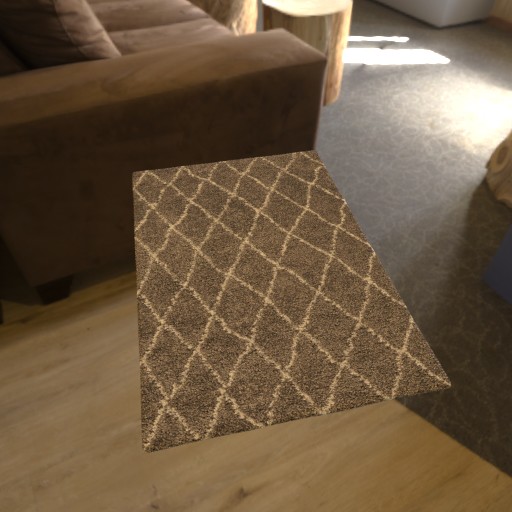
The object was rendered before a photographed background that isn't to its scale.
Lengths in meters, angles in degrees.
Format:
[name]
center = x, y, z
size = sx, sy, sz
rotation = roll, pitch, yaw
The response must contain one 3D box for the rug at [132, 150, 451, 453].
[rug]
center = 0.000, 0.000, 2.293
size = 1.219, 0.030, 1.778
rotation = -9, 46, -9
